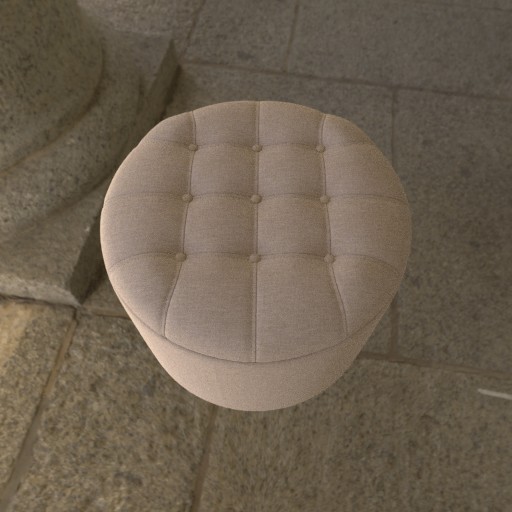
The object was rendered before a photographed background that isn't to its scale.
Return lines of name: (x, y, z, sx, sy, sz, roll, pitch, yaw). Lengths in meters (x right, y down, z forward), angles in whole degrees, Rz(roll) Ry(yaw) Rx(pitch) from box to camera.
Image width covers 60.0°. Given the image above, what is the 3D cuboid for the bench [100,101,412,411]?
bench: (0.000, 0.000, 1.001, 0.600, 0.454, 0.600, 0, 59, 0)
